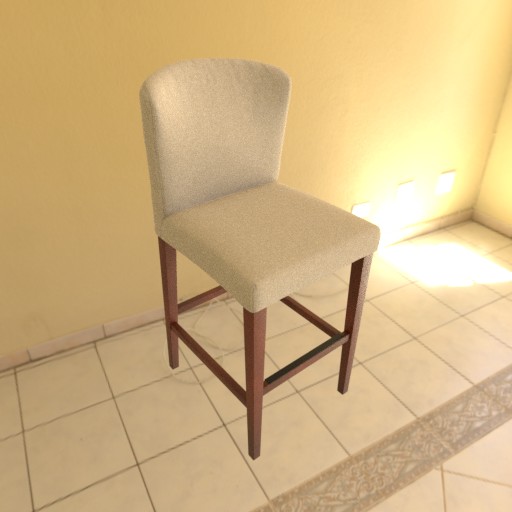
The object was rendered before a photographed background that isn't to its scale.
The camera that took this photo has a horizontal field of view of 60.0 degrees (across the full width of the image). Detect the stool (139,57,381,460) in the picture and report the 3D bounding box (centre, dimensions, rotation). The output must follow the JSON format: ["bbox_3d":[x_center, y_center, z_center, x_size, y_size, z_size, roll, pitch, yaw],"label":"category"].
[{"bbox_3d":[0.000,0.000,1.368,0.479,1.069,0.568,-23,38,-32],"label":"stool"}]
